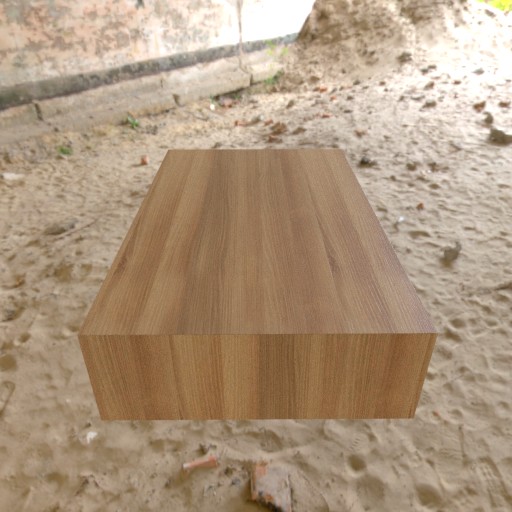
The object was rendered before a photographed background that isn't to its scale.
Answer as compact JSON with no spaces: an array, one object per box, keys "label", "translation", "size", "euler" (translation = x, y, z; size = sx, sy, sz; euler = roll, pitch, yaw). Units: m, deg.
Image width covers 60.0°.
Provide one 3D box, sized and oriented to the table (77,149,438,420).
[{"label":"table","translation":[0.000,0.000,1.413],"size":[0.700,0.330,1.100],"euler":[0,32,0]}]
